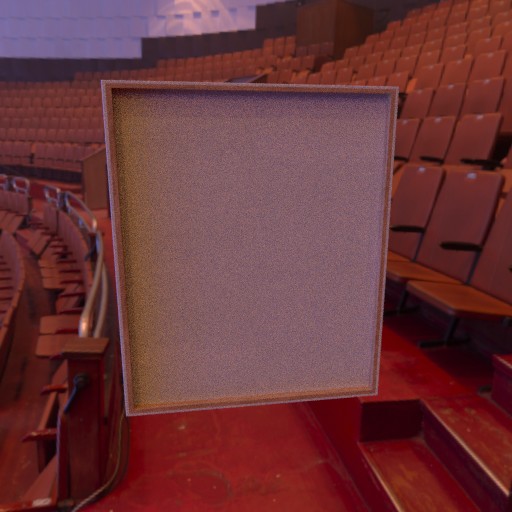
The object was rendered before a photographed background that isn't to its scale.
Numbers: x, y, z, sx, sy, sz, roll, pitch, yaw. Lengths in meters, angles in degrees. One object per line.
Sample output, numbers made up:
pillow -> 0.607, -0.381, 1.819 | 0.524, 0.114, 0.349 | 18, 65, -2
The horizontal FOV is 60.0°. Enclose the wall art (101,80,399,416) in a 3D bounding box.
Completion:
wall art -> 0.000, 0.000, 0.834 | 0.508, 0.606, 0.037 | -2, 13, -9
